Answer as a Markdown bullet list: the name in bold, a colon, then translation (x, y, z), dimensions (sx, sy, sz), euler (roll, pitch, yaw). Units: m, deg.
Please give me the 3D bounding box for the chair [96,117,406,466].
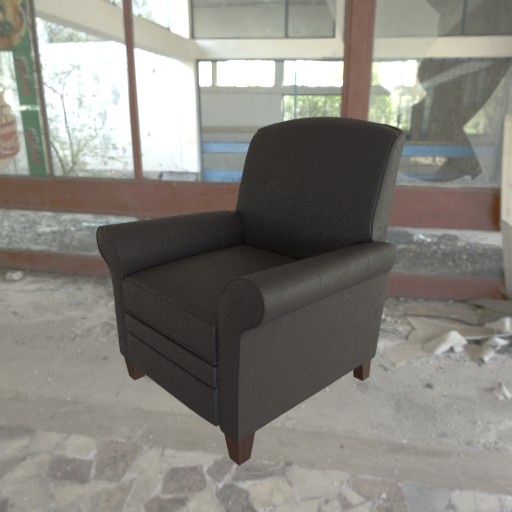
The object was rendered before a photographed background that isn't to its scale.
- **chair**: translation (0.000, 0.000, 1.766), dimensions (0.902, 1.061, 0.978), euler (-16, 23, -41)
